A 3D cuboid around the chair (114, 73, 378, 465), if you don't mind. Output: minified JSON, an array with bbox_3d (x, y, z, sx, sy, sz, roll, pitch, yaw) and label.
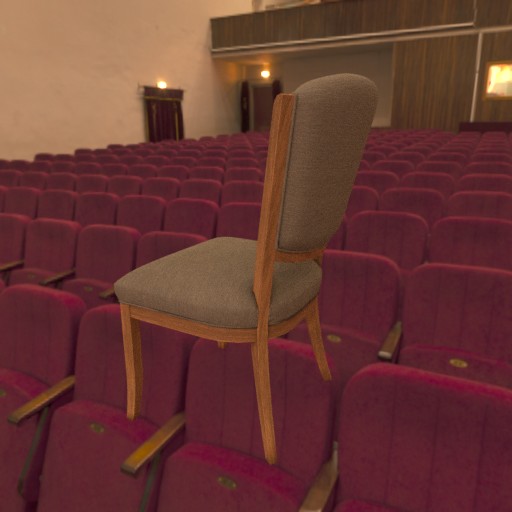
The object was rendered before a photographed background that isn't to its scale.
[{"bbox_3d":[0.000,0.000,1.228,0.584,0.905,0.513,8,18,27],"label":"chair"}]
